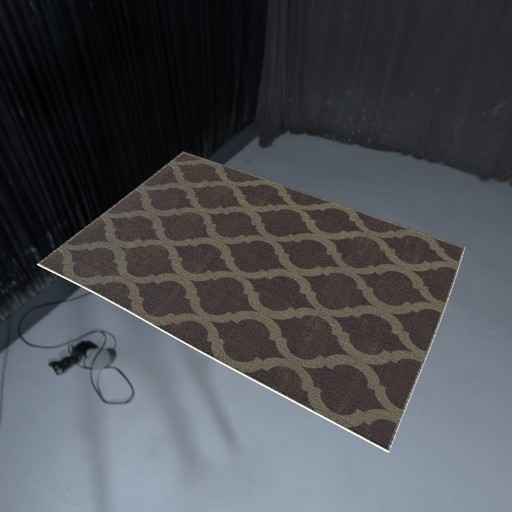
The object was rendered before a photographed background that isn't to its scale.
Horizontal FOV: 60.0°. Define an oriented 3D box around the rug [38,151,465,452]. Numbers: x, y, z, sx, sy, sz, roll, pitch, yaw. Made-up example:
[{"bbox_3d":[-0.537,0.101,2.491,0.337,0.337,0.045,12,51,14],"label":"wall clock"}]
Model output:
[{"bbox_3d":[0.000,0.000,2.823,2.284,0.008,1.522,23,49,21],"label":"rug"}]
